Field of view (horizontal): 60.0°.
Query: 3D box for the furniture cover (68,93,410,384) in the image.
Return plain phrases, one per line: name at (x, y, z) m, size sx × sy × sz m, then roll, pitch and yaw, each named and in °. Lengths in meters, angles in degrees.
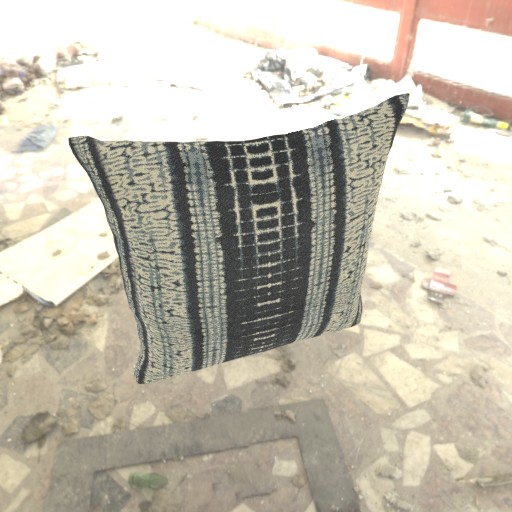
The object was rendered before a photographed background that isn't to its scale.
furniture cover at (0.000, 0.000, 0.659) m, size 0.425 × 0.435 × 0.133 m, roll -13°, pitch 41°, yaw -15°
